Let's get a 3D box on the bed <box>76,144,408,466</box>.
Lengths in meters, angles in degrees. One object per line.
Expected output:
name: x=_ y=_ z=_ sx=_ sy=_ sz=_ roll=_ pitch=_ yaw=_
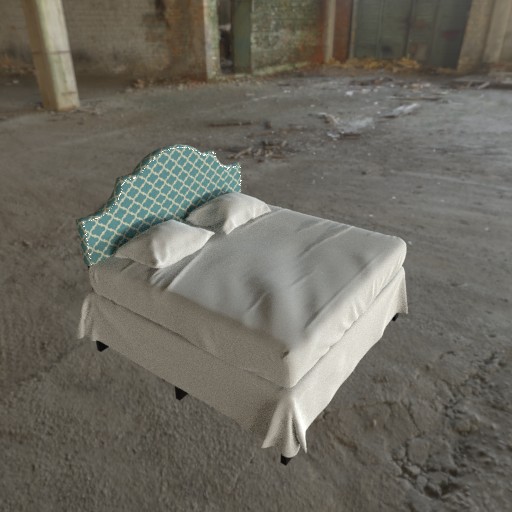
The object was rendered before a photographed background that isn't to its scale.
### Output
bed: x=0.000 y=0.000 z=3.779 sx=2.222 sy=1.601 sz=2.314 roll=19 pitch=33 yaw=31
